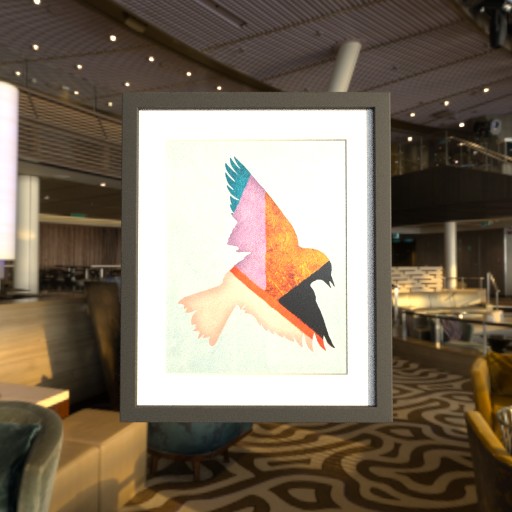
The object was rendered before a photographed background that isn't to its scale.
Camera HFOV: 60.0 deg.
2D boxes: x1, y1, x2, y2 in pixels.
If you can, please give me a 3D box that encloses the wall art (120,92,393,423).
[{"bbox_3d":[0.000,0.000,0.760,0.457,0.558,0.028,0,-1,0],"label":"wall art"}]
